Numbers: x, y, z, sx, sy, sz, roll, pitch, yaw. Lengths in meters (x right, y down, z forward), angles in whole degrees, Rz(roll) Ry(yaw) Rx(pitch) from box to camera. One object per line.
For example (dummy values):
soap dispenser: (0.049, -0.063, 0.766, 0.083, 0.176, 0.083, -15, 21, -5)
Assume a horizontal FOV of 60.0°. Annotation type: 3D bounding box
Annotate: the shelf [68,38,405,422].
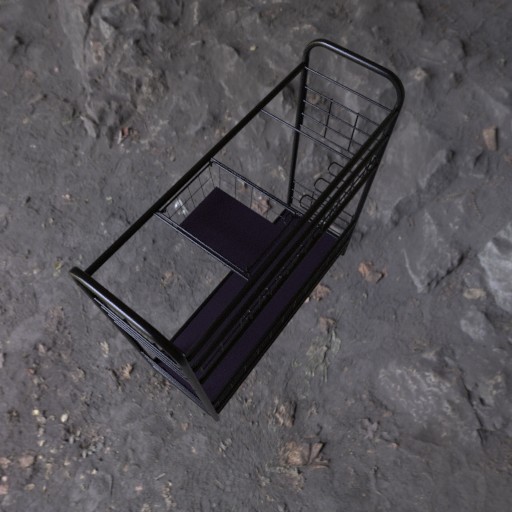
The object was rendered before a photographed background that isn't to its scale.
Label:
shelf: (0.000, 0.000, 1.532, 0.350, 1.026, 0.961, 34, 68, 16)
